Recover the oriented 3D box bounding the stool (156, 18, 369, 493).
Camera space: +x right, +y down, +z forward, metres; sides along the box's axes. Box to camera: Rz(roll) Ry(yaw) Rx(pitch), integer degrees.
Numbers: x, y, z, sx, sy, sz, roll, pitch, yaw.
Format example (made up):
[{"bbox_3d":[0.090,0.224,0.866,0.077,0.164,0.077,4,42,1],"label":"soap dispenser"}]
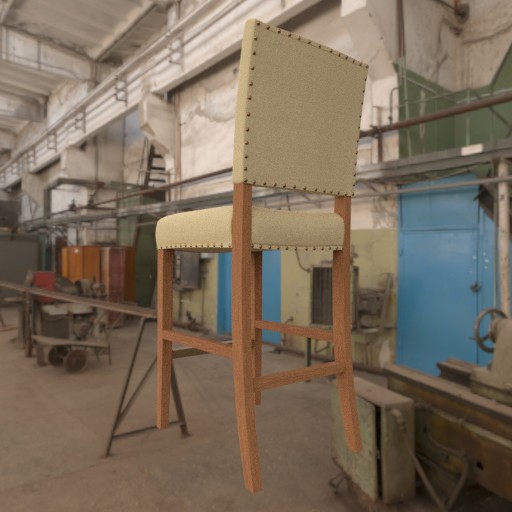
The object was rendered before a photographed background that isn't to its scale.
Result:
[{"bbox_3d":[0.000,0.000,1.423,0.445,1.168,0.584,0,0,-37],"label":"stool"}]
